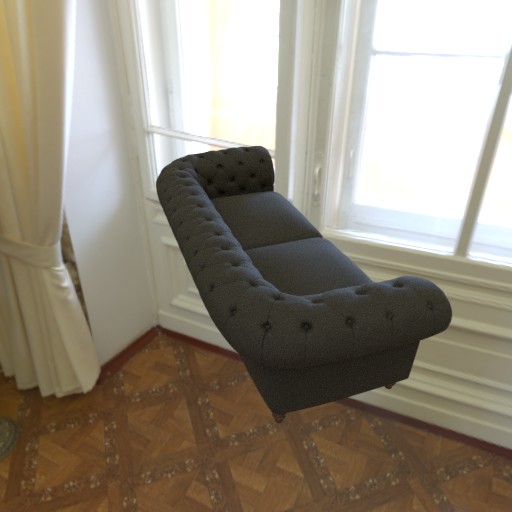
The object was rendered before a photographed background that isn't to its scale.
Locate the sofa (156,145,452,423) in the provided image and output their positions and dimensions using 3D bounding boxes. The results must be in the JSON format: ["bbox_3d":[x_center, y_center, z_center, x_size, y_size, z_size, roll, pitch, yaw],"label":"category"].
[{"bbox_3d":[0.000,0.000,2.823,0.991,0.762,2.362,-11,33,-17],"label":"sofa"}]
